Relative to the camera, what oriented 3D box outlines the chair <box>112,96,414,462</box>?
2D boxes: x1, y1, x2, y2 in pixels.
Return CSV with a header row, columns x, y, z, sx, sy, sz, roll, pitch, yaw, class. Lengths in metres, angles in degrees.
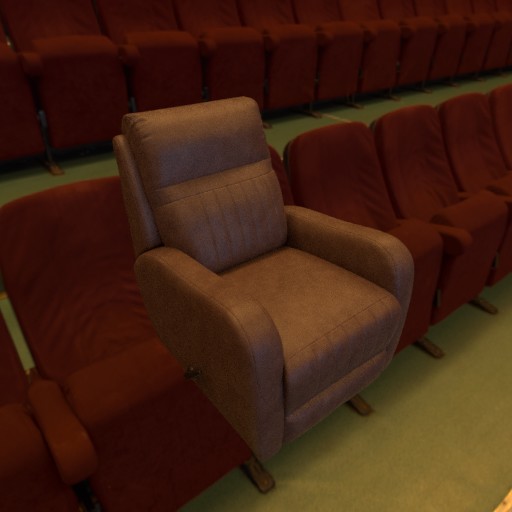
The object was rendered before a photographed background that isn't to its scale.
x,y,z,sx,sy,sz,roll,pitch,yaw,class
0.000,0.000,1.810,0.865,1.067,1.067,-22,37,-33,chair
